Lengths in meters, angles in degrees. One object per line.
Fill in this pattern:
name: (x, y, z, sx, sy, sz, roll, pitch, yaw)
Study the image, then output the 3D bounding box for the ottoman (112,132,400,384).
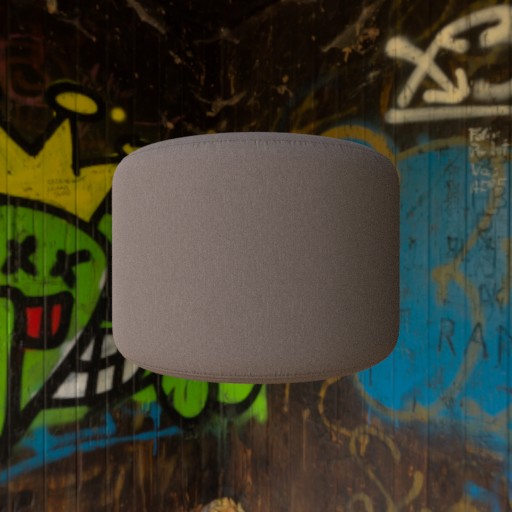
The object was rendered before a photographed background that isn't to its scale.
ottoman: (0.000, 0.000, 0.985, 0.608, 0.433, 0.608, 0, 0, 0)
